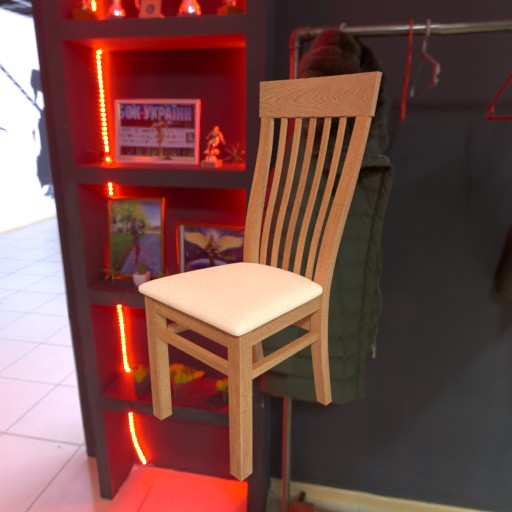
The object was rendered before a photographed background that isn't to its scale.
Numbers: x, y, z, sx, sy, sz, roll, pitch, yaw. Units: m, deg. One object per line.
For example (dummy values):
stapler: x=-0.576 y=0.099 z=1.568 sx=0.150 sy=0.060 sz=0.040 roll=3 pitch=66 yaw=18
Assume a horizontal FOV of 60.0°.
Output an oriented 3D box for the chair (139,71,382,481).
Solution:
chair: x=0.000 y=0.000 z=1.350 sx=0.450 sy=1.050 sz=0.580 roll=15 pitch=22 yaw=42
